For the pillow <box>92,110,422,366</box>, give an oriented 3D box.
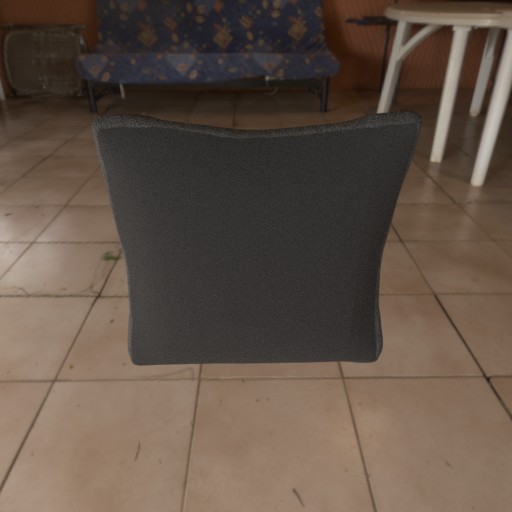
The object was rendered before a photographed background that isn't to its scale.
[{"bbox_3d":[0.000,0.000,0.821,0.533,0.523,0.210,-1,30,-2],"label":"pillow"}]
